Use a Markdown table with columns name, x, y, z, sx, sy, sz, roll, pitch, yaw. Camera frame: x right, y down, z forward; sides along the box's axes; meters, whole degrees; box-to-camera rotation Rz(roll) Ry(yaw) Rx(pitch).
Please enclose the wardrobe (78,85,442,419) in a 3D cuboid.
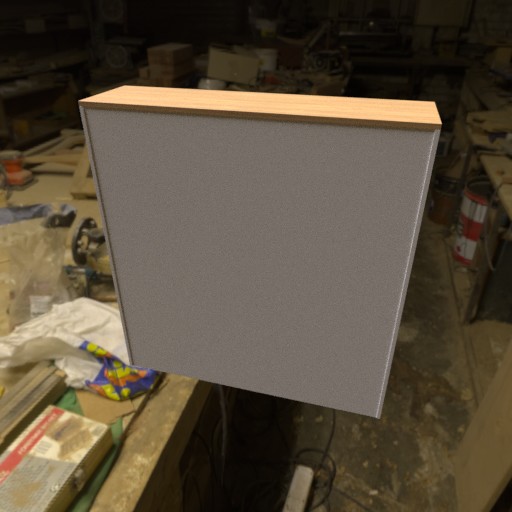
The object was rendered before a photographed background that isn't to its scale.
| name | x | y | z | sx | sy | sz | roll | pitch | yaw |
| --- | --- | --- | --- | --- | --- | --- | --- | --- | --- |
| wardrobe | 0.000 | 0.000 | 3.360 | 2.160 | 2.260 | 0.590 | 8 | 31 | 13 |
